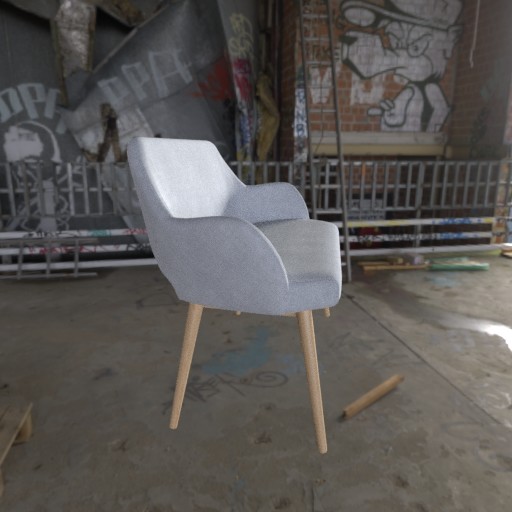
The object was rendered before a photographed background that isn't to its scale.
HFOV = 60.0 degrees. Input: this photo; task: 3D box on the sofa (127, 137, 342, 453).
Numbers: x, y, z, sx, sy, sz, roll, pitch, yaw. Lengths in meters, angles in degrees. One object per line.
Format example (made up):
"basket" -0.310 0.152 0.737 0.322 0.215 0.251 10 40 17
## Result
"sofa" 0.000 0.000 1.644 0.610 0.840 1.150 2 14 9
